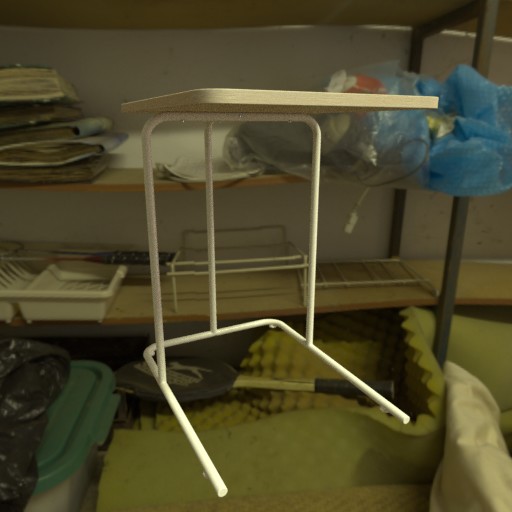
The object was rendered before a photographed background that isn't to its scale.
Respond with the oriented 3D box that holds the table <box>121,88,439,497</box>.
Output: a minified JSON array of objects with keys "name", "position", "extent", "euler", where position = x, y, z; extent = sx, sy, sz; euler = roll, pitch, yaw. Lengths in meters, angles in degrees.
[{"name":"table","position":[0.000,0.000,0.835],"extent":[0.370,0.550,0.480],"euler":[-8,18,-26]}]
